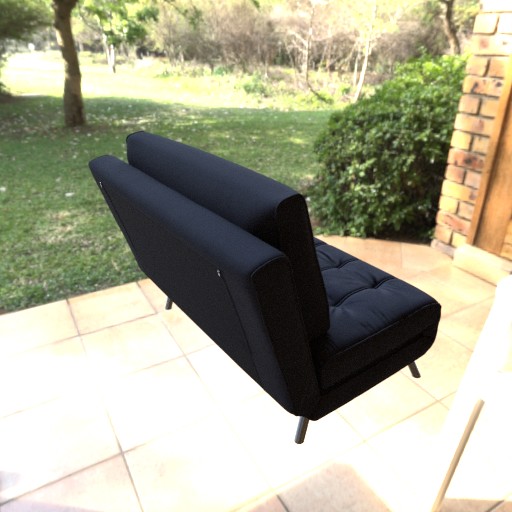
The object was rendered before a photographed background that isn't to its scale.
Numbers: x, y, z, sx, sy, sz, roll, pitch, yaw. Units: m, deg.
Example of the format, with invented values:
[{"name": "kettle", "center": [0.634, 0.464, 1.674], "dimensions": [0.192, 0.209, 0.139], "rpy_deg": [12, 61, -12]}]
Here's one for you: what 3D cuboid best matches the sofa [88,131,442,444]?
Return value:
[{"name": "sofa", "center": [0.000, 0.000, 1.832], "dimensions": [0.910, 0.910, 1.220], "rpy_deg": [-18, 32, -32]}]
